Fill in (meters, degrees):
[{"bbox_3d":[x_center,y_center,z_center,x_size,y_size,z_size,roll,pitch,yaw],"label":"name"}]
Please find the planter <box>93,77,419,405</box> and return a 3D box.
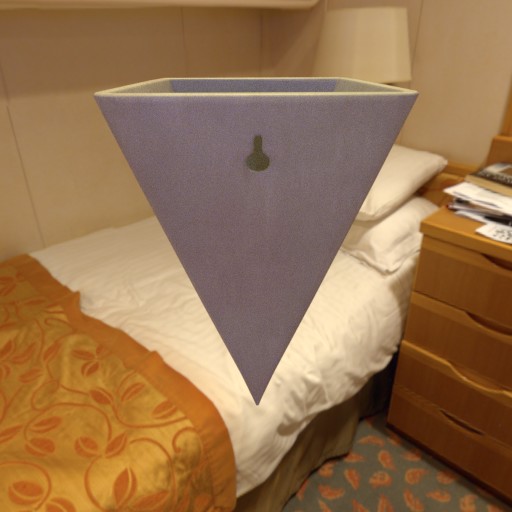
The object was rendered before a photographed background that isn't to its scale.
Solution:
[{"bbox_3d":[0.000,0.000,0.271,0.150,0.197,0.060,-1,28,-2],"label":"planter"}]
